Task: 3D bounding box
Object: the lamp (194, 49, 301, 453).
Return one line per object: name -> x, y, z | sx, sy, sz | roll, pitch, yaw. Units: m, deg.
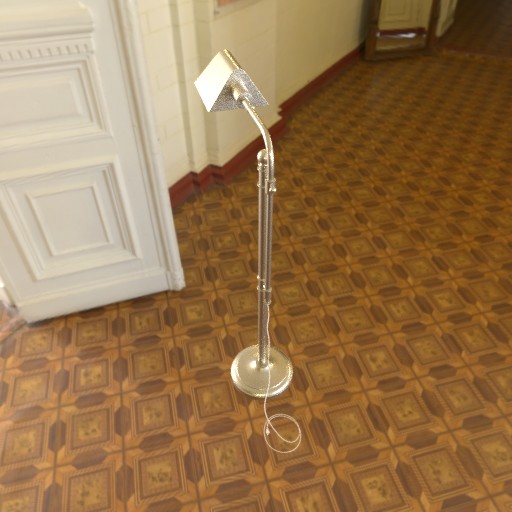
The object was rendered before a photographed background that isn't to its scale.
lamp -> 0.000, 0.000, 0.953 | 0.159, 0.708, 0.546 | -10, 43, -11
